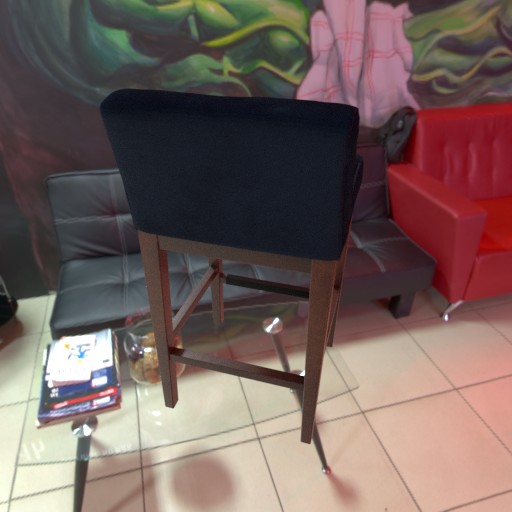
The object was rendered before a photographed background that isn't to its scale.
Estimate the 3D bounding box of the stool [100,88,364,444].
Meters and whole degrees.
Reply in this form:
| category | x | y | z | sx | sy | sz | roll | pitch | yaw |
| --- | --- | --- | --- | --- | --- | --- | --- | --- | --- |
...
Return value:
| category | x | y | z | sx | sy | sz | roll | pitch | yaw |
| --- | --- | --- | --- | --- | --- | --- | --- | --- | --- |
| stool | 0.000 | 0.000 | 1.247 | 0.511 | 0.945 | 0.516 | 9 | 33 | 14 |
